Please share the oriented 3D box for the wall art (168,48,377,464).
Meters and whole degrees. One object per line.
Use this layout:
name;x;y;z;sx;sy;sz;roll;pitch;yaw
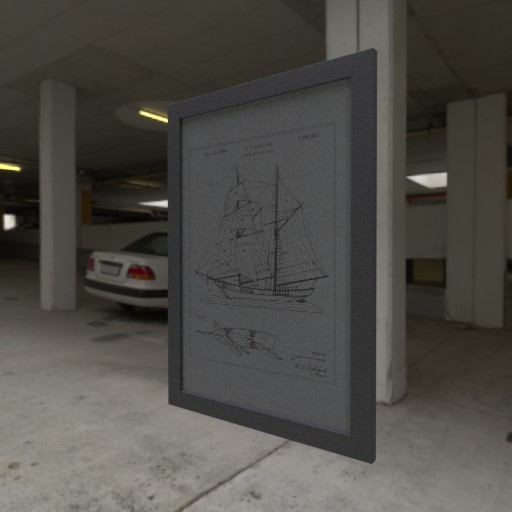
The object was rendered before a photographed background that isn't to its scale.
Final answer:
wall art;0.000;0.000;0.684;0.380;0.534;0.013;1;1;36
